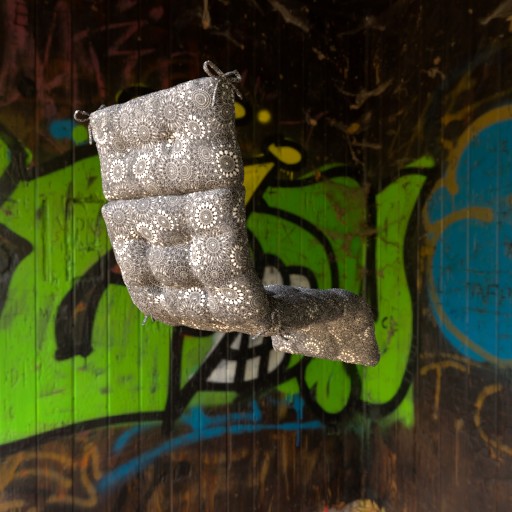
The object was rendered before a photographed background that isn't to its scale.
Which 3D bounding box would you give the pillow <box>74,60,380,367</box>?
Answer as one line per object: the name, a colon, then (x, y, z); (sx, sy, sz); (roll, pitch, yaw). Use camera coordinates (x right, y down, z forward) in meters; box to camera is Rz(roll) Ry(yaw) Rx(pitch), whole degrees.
pillow: (0.000, 0.000, 1.478); (0.526, 0.863, 1.016); (1, 1, 37)
